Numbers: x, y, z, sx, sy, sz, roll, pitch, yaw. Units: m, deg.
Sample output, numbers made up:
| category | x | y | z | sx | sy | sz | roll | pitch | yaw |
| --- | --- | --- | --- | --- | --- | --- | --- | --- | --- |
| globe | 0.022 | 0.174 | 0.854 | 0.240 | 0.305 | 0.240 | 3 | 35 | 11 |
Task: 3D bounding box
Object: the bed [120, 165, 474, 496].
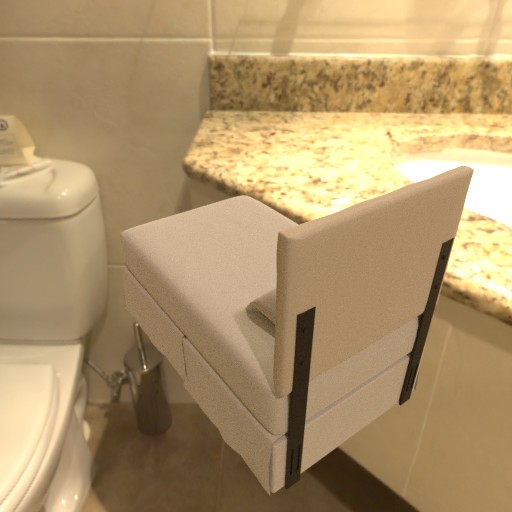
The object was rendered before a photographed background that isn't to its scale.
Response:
| category | x | y | z | sx | sy | sz | roll | pitch | yaw |
| --- | --- | --- | --- | --- | --- | --- | --- | --- | --- |
| bed | 0.000 | 0.000 | 2.887 | 1.261 | 1.571 | 1.997 | -21 | 38 | -30 |
